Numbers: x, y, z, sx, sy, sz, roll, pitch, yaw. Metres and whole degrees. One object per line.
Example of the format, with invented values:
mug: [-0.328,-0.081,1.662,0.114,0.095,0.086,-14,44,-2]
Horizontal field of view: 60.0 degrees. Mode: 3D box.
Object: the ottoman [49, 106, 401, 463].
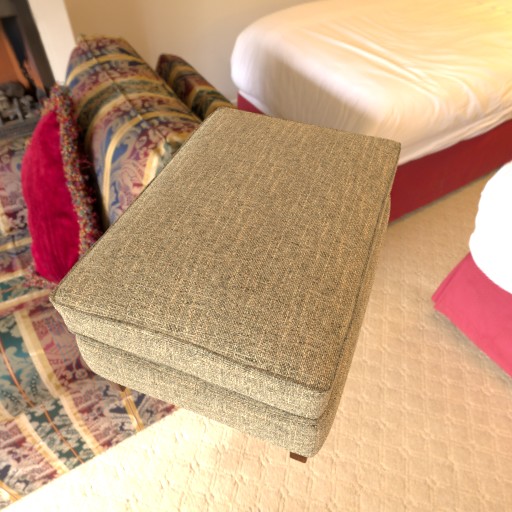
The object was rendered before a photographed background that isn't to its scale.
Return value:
ottoman: [0.000,0.000,0.967,0.508,0.406,0.686,16,49,14]
